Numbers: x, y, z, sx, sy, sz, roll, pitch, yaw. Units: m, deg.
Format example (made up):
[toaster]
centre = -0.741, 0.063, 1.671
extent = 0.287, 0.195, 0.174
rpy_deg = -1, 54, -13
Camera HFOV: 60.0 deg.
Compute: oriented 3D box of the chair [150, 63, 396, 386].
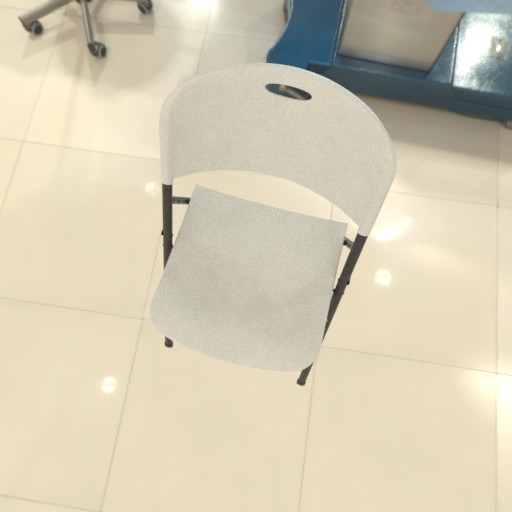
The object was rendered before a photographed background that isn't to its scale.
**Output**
[chair]
centre = 0.000, 0.000, 1.171
extent = 0.494, 0.810, 0.566
rpy_deg = 15, 75, 4
